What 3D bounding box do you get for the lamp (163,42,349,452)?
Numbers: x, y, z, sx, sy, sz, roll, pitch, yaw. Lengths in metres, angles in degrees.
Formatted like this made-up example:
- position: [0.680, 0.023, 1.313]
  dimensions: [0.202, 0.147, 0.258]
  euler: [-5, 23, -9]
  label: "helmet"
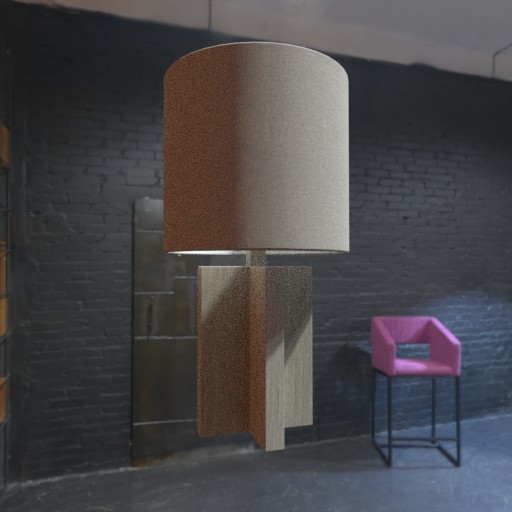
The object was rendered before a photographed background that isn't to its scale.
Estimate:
- position: [0.000, 0.000, 0.556]
  dimensions: [0.229, 0.428, 0.229]
  euler: [0, -1, -17]
  label: "lamp"
